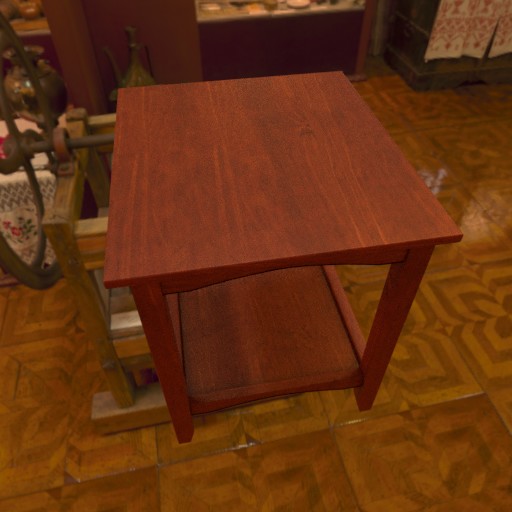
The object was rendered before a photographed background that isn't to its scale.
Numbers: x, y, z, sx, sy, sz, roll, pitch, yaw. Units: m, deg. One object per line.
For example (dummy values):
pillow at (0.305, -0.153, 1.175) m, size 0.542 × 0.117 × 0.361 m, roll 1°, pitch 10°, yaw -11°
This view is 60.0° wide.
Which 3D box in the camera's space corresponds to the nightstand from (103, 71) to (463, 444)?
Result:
nightstand at (0.000, 0.000, 0.989) m, size 0.501 × 0.558 × 0.558 m, roll -7°, pitch 46°, yaw -7°
